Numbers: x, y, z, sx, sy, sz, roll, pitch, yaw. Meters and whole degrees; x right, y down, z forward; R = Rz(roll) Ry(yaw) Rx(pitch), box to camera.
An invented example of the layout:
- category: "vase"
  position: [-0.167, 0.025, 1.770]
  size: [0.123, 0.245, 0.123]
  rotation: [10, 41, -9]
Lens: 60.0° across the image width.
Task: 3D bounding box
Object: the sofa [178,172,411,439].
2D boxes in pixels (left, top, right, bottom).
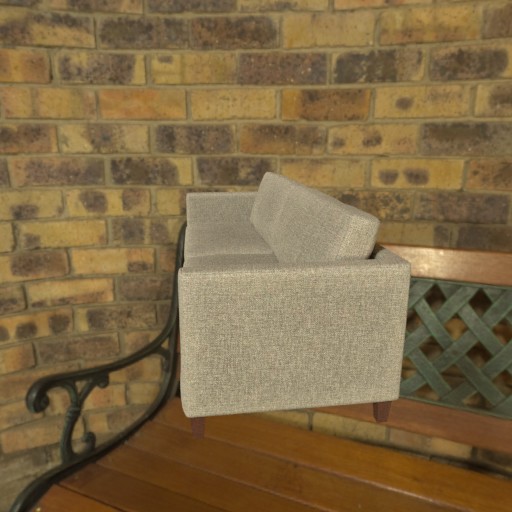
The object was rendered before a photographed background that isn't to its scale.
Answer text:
- category: "sofa"
  position: [0.000, 0.000, 2.905]
  size: [0.948, 0.951, 2.434]
  rotation: [-2, 15, -8]
